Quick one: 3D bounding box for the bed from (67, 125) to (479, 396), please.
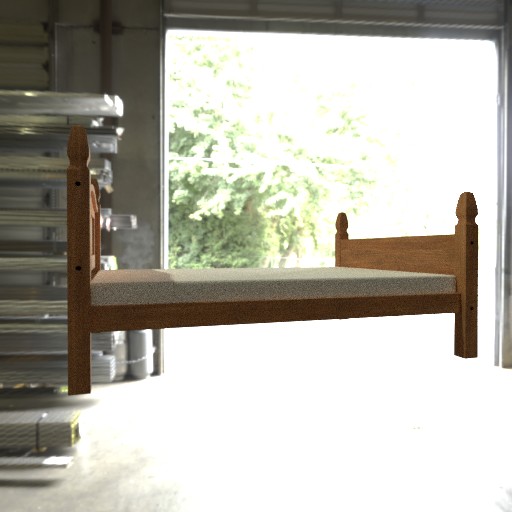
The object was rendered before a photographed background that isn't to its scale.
[{"bbox_3d":[0.000,0.000,2.799,2.069,1.100,1.490,0,1,-18],"label":"bed"}]
